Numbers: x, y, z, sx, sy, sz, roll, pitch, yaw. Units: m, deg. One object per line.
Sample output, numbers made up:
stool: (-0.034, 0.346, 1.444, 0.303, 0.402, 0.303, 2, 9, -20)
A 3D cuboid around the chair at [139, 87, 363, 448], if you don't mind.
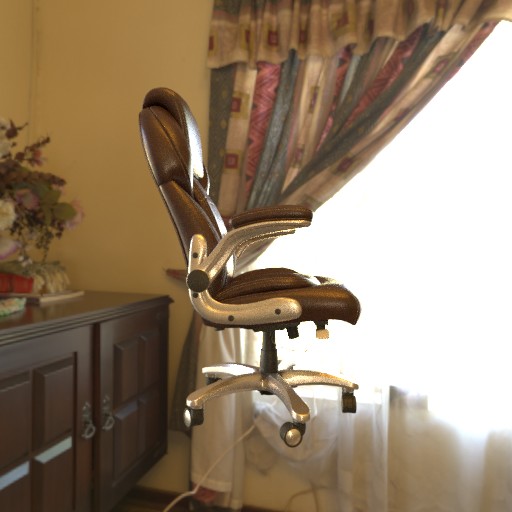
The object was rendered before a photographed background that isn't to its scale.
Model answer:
chair: (0.000, 0.000, 1.675, 0.774, 1.160, 0.733, 0, 1, 1)
